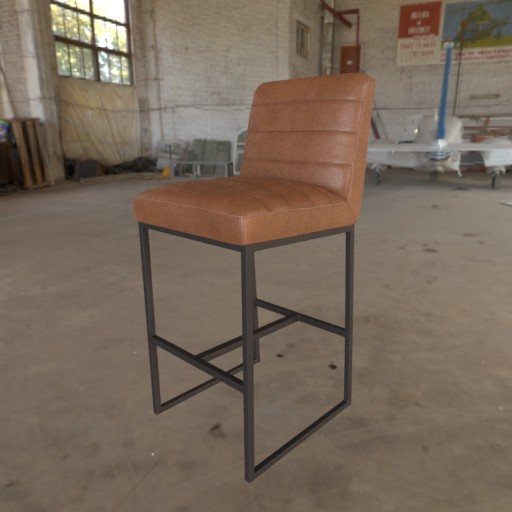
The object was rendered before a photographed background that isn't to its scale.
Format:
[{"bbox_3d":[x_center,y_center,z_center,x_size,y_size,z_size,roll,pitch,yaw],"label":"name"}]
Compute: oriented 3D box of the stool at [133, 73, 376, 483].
[{"bbox_3d":[0.000,0.000,1.333,0.458,1.040,0.556,14,21,42],"label":"stool"}]
